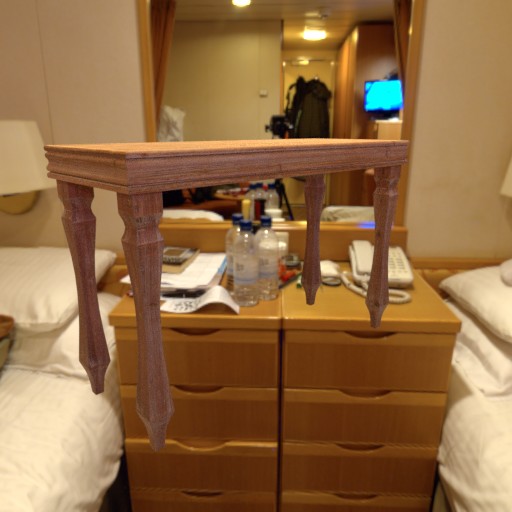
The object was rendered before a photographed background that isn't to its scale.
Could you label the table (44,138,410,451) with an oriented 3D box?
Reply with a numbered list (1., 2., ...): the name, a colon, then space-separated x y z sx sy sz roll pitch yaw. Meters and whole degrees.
1. table: 0.000 0.000 1.758 1.330 0.873 0.522 -15 22 -42
